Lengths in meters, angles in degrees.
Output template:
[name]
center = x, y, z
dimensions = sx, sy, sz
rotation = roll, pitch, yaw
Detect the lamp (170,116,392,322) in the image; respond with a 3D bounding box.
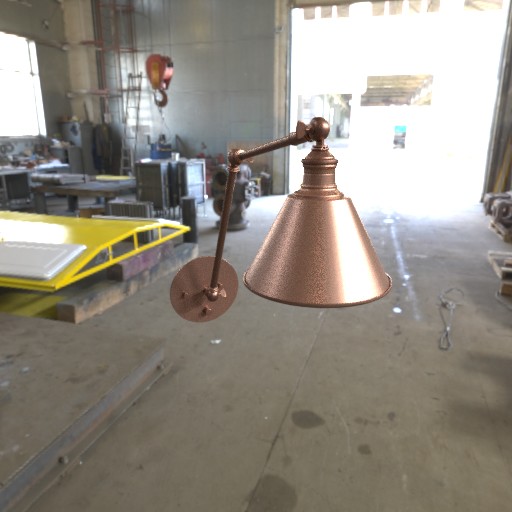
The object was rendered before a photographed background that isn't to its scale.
[lamp]
center = 0.000, 0.000, 0.853
dimensions = 0.223, 0.502, 0.624
rotation = -8, 18, -26
